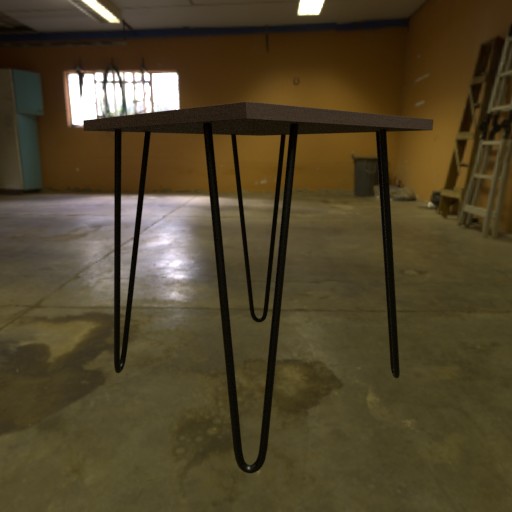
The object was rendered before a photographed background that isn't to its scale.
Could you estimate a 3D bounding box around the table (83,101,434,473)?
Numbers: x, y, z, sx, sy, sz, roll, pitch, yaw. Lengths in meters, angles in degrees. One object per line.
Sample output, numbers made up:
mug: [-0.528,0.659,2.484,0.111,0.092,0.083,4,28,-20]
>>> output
table: [0.000,0.000,0.950,0.495,0.559,0.495,-12,18,-42]
